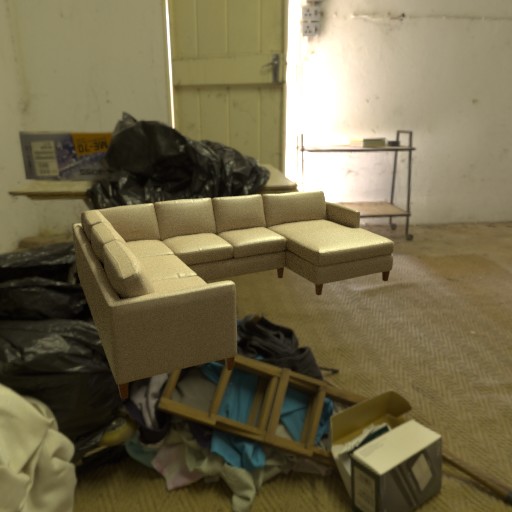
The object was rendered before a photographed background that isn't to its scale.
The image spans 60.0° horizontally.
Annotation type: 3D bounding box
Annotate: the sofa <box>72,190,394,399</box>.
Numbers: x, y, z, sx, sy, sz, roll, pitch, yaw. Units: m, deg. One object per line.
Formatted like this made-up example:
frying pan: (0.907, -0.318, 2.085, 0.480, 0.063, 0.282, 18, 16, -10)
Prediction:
sofa: (0.000, 0.000, 4.790, 3.460, 0.961, 2.594, -9, 20, -25)
